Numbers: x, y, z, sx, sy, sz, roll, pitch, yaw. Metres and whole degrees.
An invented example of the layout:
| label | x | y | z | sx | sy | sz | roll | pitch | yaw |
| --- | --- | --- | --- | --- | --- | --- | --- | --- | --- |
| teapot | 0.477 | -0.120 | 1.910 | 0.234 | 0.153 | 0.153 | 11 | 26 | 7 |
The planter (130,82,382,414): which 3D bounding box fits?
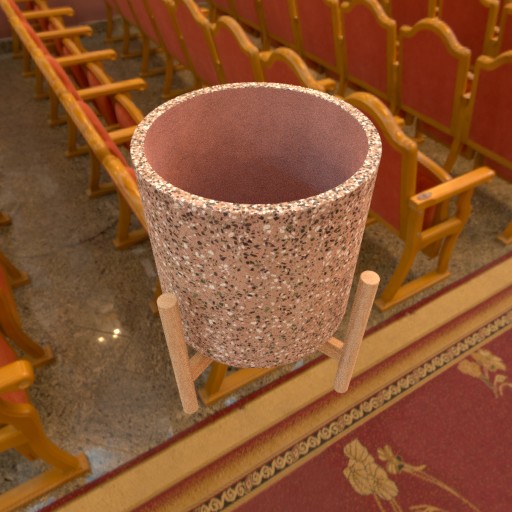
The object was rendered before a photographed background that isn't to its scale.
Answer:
| label | x | y | z | sx | sy | sz | roll | pitch | yaw |
| --- | --- | --- | --- | --- | --- | --- | --- | --- | --- |
| planter | 0.000 | 0.000 | 0.691 | 0.360 | 0.419 | 0.360 | -23 | 49 | -21 |
